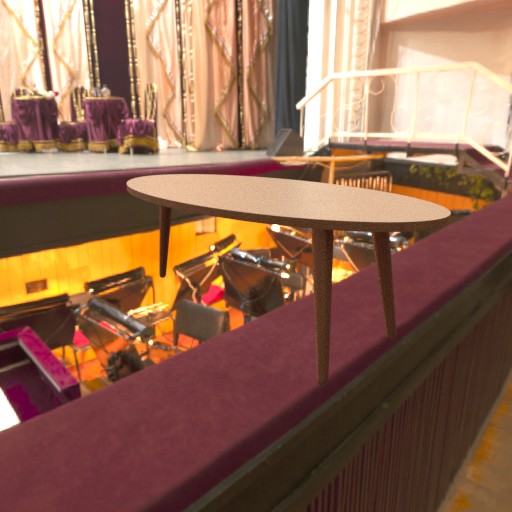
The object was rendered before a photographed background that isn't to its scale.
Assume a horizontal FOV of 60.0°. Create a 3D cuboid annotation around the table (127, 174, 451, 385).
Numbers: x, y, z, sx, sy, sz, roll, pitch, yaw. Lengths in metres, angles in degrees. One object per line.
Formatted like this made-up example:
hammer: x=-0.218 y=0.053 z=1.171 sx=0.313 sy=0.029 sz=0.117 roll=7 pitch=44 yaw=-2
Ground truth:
table: x=0.000 y=0.000 z=1.318 sx=0.542 sy=0.390 sz=1.083 roll=-16 pitch=23 yaw=-43
